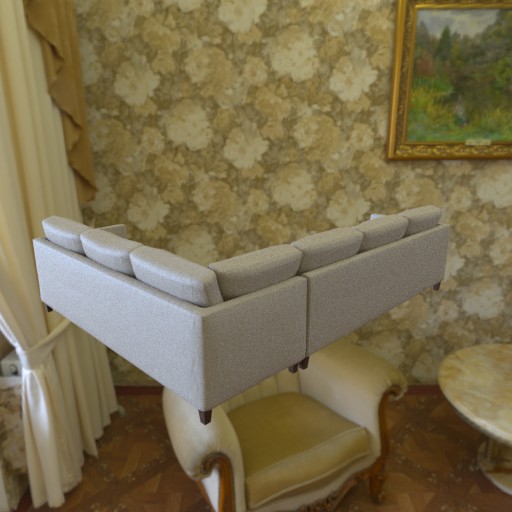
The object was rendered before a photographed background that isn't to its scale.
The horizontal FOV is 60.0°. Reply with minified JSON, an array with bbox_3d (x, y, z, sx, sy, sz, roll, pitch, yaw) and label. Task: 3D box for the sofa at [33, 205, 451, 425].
[{"bbox_3d":[0.000,0.000,4.380,2.522,0.934,3.333,15,22,43],"label":"sofa"}]
